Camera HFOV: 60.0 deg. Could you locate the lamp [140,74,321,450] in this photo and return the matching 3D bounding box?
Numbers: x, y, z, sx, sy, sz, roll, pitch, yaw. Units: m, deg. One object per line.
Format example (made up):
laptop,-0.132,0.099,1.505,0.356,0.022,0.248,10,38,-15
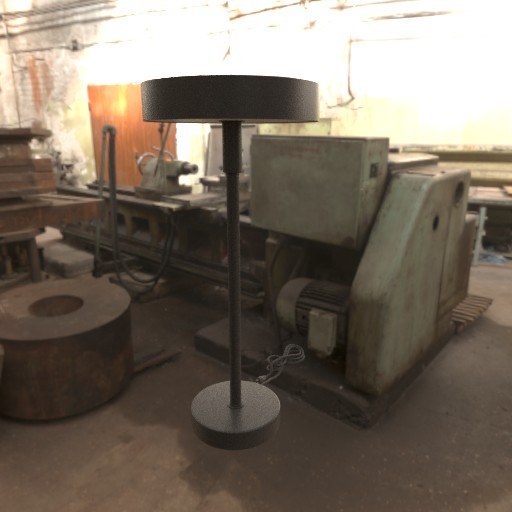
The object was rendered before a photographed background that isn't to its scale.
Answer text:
lamp,0.000,0.000,0.698,0.229,0.508,0.369,8,17,26
